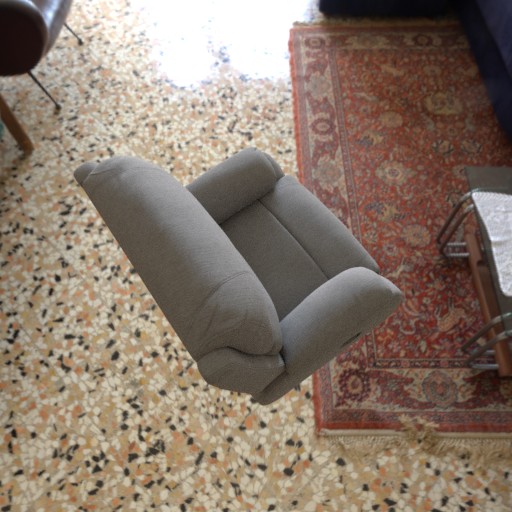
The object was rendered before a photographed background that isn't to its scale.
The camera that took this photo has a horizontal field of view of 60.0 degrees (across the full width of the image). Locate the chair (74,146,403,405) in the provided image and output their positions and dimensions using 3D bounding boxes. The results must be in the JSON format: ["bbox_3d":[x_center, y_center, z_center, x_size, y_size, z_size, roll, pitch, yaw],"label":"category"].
[{"bbox_3d":[0.000,0.000,1.766,0.899,1.011,0.930,-31,64,-17],"label":"chair"}]
